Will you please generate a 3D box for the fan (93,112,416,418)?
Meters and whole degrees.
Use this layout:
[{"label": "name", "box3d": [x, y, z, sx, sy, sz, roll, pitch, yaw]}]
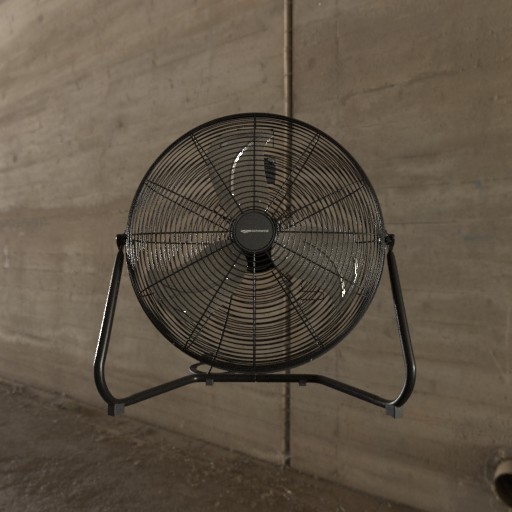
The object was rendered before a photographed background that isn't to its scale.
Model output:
[{"label": "fan", "box3d": [0.000, 0.000, 1.040, 0.595, 0.605, 0.470, 0, 1, 1]}]
